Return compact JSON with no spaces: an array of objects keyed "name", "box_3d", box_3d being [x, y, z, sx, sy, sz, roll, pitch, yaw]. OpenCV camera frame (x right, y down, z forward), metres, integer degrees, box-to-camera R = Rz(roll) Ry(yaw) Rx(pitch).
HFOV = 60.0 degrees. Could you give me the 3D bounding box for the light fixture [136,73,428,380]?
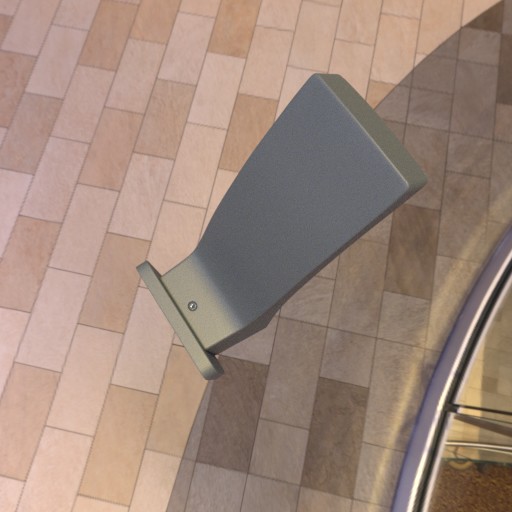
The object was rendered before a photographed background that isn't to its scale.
[{"name":"light fixture","box_3d":[0.000,0.000,0.335,0.174,0.243,0.108,-33,77,-8]}]
